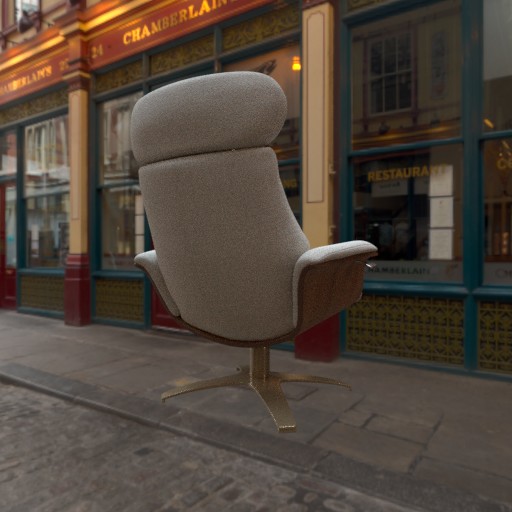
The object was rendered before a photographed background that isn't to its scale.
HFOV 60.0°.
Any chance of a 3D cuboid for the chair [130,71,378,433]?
[{"bbox_3d":[0.000,0.000,1.569,0.785,0.995,0.837,0,-1,34],"label":"chair"}]
